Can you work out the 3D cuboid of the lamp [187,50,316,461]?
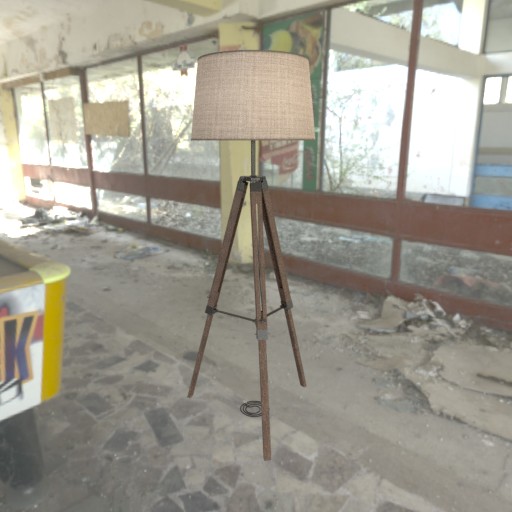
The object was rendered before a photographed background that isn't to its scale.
[{"bbox_3d":[0.000,0.000,1.832,0.604,1.510,0.587,-3,15,-10],"label":"lamp"}]
